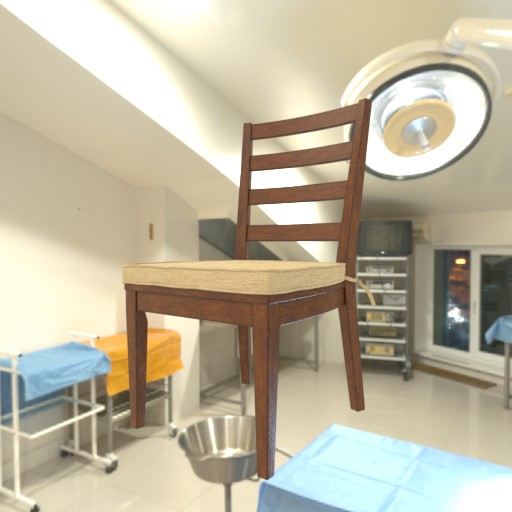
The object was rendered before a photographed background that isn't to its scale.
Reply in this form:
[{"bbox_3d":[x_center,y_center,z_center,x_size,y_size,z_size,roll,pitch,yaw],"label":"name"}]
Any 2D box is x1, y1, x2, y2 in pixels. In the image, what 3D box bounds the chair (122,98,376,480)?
[{"bbox_3d":[0.000,0.000,1.339,0.593,0.979,0.595,1,2,37],"label":"chair"}]
